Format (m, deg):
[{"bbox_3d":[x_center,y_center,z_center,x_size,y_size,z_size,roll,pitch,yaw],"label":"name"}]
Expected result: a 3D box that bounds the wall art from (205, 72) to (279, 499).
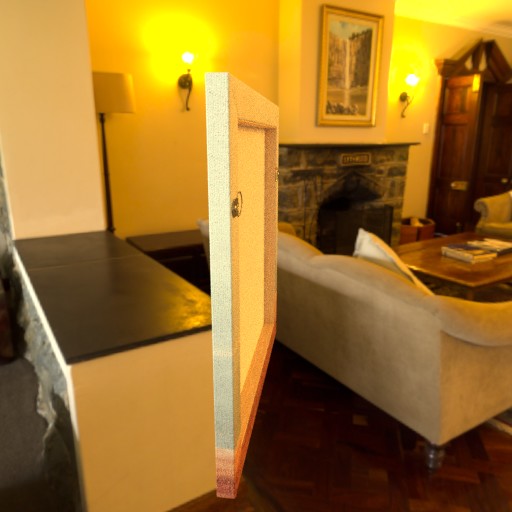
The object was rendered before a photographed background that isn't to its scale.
[{"bbox_3d":[0.000,0.000,0.887,0.034,0.605,0.605,2,15,8],"label":"wall art"}]
